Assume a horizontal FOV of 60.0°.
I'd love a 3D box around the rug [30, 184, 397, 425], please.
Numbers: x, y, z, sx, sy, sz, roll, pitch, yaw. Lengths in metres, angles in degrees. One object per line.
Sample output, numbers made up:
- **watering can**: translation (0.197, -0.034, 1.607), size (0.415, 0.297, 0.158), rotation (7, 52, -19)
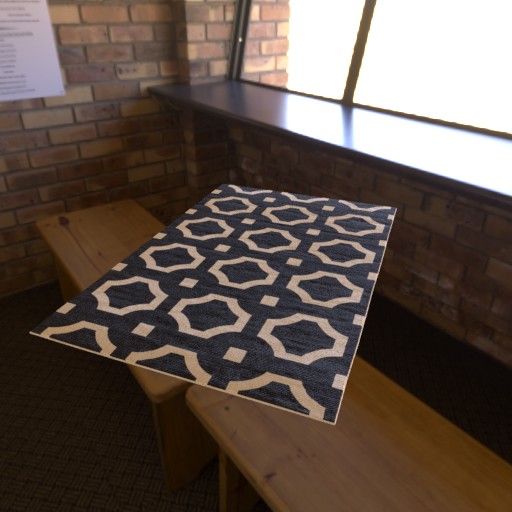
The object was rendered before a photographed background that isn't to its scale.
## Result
- **rug**: translation (0.000, 0.000, 2.905), size (1.555, 0.016, 2.286), rotation (11, 31, 18)
